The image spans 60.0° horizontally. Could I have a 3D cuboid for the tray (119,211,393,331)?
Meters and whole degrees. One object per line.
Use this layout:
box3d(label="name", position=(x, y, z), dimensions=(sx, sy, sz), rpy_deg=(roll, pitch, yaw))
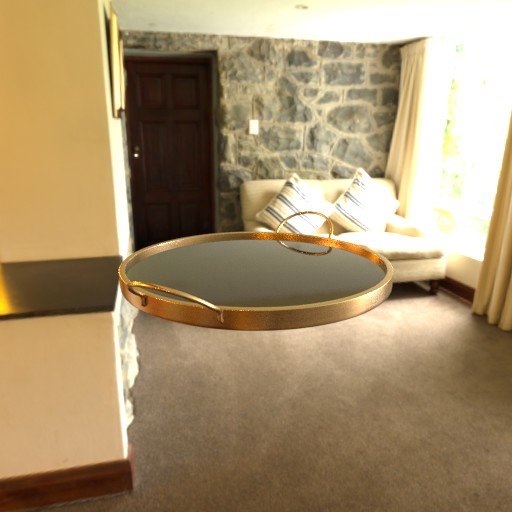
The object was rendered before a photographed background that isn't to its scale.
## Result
box3d(label="tray", position=(0.000, 0.000, 0.736), dimensions=(0.438, 0.069, 0.543), rpy_deg=(8, 17, 26))
